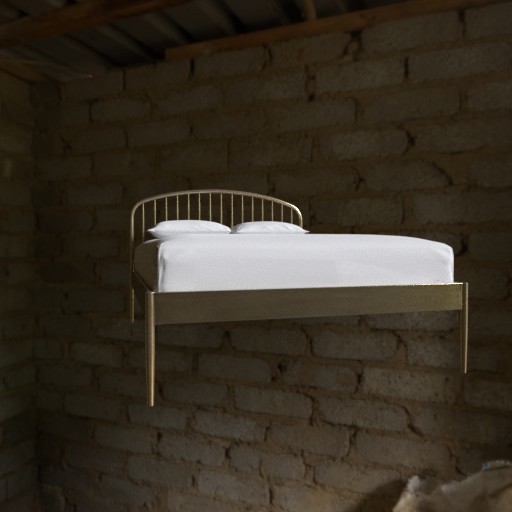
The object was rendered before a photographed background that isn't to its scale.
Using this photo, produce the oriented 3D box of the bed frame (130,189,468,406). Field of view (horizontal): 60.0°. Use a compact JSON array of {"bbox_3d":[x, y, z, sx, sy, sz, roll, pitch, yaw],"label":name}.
[{"bbox_3d":[0.000,0.000,3.048,1.612,1.175,2.152,0,1,-18],"label":"bed frame"}]
